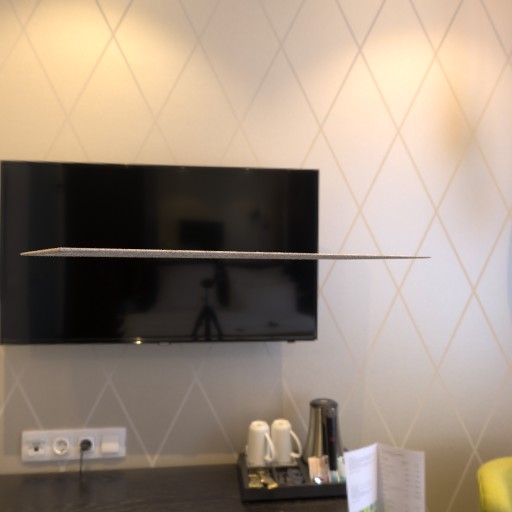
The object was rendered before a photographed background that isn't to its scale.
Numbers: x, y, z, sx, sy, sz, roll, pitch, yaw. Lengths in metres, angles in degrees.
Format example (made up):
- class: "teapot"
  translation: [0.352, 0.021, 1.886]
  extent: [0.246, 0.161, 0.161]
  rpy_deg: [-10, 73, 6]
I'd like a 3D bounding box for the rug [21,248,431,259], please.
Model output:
- class: "rug"
  translation: [0.000, 0.000, 2.715]
  extent: [2.452, 0.017, 0.855]
  rpy_deg: [1, -2, -37]
